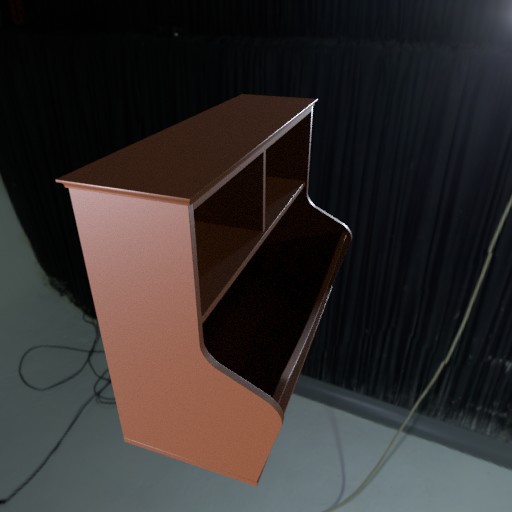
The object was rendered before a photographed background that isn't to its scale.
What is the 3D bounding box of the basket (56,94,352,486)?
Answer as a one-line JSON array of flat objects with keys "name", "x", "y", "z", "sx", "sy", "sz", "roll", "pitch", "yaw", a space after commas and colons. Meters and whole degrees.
[{"name": "basket", "x": 0.000, "y": 0.000, "z": 1.110, "sx": 0.376, "sy": 0.625, "sz": 0.792, "roll": 10, "pitch": 31, "yaw": 17}]
